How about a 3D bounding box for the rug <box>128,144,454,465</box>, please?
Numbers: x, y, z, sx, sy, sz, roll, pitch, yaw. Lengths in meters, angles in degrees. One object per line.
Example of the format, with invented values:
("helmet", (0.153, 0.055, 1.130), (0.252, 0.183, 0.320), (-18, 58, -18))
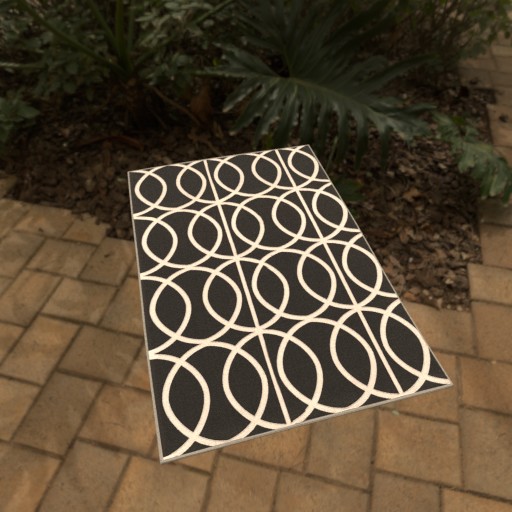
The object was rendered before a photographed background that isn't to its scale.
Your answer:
("rug", (0.000, 0.000, 2.912), (1.528, 0.014, 2.294), (-11, 48, -10))
